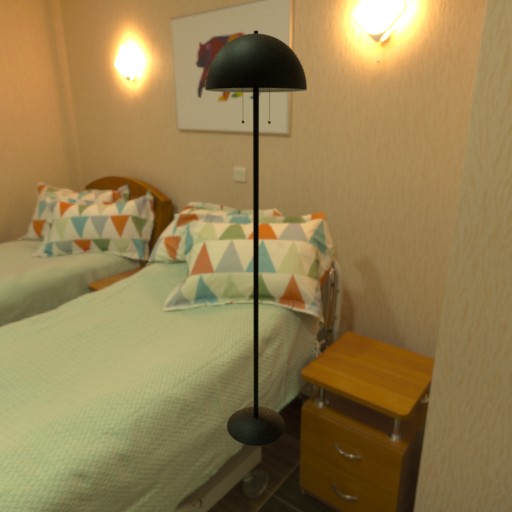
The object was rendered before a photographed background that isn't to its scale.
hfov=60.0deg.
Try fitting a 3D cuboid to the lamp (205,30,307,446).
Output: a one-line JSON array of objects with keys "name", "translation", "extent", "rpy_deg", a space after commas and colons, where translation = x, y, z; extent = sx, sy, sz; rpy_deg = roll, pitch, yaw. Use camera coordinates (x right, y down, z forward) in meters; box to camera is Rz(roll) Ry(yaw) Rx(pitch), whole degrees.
[{"name": "lamp", "translation": [0.000, 0.000, 1.615], "extent": [0.328, 1.480, 0.328], "rpy_deg": [3, 18, 8]}]
